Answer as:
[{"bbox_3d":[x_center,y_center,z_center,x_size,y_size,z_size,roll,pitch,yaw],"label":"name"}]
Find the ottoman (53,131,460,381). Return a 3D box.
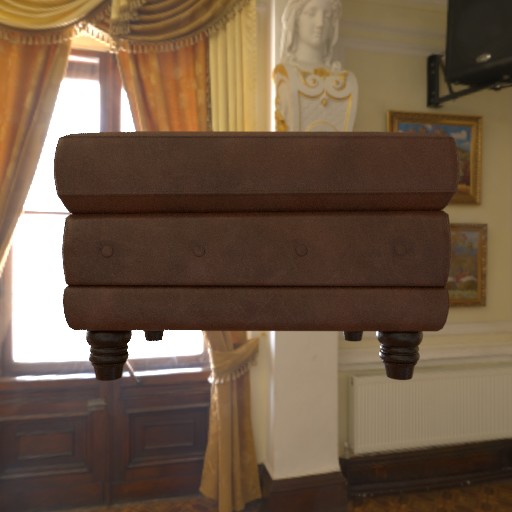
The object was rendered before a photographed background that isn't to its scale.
[{"bbox_3d":[0.000,0.000,1.137,0.795,0.509,0.588,0,0,-1],"label":"ottoman"}]
